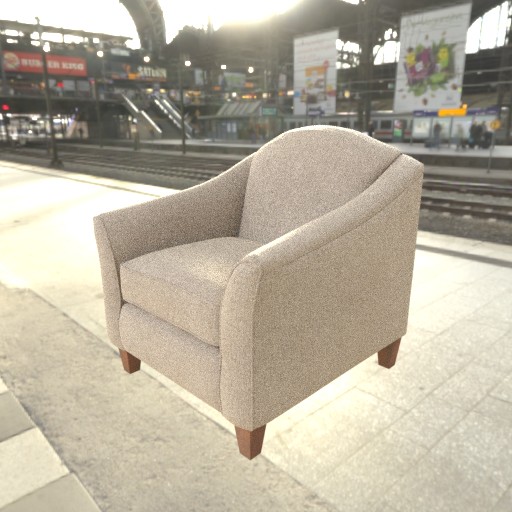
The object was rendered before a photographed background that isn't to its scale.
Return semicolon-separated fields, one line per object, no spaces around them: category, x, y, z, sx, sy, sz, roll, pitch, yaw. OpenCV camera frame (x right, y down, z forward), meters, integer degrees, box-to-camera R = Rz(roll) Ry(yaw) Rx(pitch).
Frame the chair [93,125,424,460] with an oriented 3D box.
chair;0.000;0.000;1.476;0.763;0.839;0.787;15;22;42
